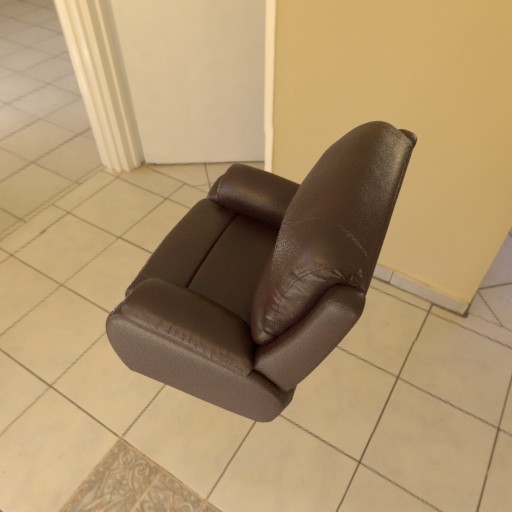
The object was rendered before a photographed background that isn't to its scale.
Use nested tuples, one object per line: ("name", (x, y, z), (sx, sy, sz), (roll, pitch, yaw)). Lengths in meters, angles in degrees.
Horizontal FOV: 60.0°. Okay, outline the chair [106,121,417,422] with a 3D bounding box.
("chair", (0.000, 0.000, 1.716), (0.899, 1.011, 0.930), (17, 49, 16))
